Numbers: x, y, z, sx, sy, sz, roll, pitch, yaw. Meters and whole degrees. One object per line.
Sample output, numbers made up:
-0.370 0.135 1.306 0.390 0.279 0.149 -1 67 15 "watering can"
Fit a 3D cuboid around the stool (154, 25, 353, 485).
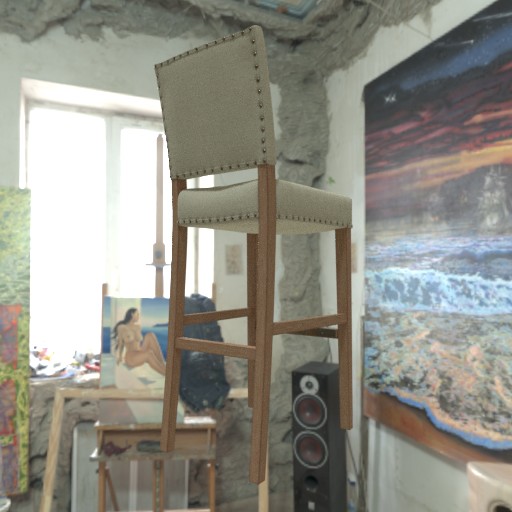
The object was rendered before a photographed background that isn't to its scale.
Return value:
0.000 0.000 1.401 0.428 1.143 0.546 -1 -2 36 "stool"
